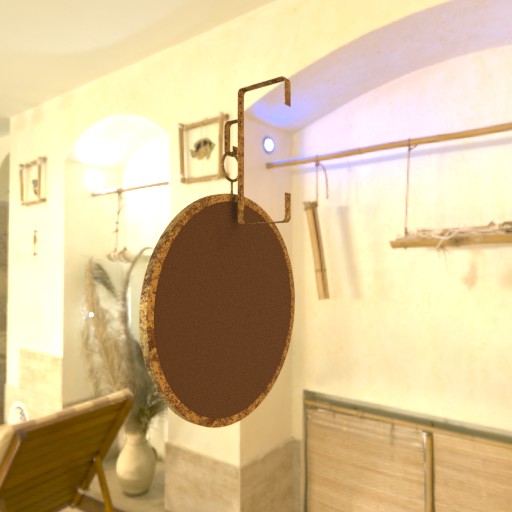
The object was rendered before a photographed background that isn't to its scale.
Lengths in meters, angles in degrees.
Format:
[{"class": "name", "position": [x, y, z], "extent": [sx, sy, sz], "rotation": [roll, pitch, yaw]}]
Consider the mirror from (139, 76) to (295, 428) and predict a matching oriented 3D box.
[{"class": "mirror", "position": [0.000, 0.000, 0.843], "extent": [0.144, 0.651, 0.447], "rotation": [-1, -1, 36]}]
